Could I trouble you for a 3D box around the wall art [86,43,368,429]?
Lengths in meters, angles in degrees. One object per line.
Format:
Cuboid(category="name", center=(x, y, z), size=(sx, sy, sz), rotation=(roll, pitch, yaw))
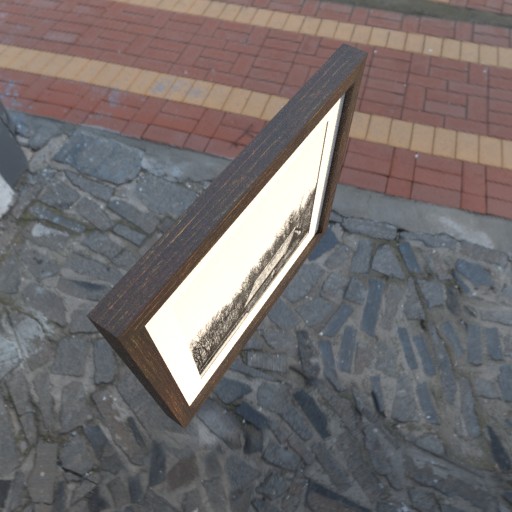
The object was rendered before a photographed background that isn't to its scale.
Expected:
Cuboid(category="wall art", center=(0.000, 0.000, 0.530), size=(0.031, 0.330, 0.381), rotation=(30, 63, 17))
